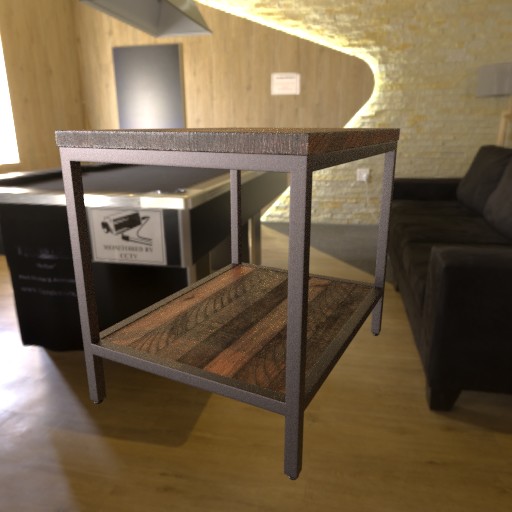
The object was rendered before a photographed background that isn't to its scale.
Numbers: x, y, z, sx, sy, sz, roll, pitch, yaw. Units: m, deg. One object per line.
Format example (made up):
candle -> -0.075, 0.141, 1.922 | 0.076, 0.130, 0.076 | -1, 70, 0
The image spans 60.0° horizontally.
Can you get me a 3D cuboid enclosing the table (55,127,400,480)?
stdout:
table -> 0.000, 0.000, 1.112 | 0.524, 0.612, 0.678 | 9, 19, 26
